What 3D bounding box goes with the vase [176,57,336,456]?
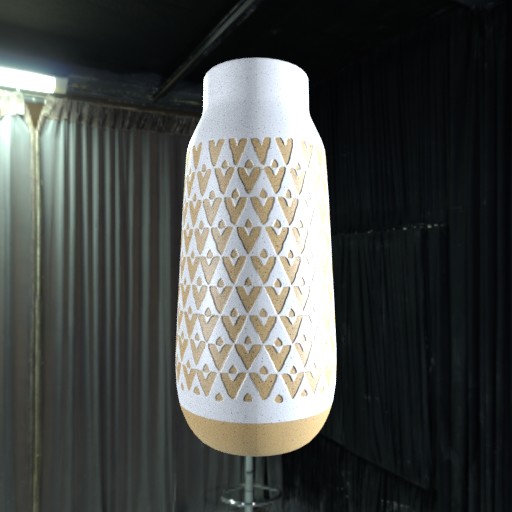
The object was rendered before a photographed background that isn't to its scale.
[{"bbox_3d":[0.000,0.000,0.385,0.137,0.307,0.137,0,0,0],"label":"vase"}]
